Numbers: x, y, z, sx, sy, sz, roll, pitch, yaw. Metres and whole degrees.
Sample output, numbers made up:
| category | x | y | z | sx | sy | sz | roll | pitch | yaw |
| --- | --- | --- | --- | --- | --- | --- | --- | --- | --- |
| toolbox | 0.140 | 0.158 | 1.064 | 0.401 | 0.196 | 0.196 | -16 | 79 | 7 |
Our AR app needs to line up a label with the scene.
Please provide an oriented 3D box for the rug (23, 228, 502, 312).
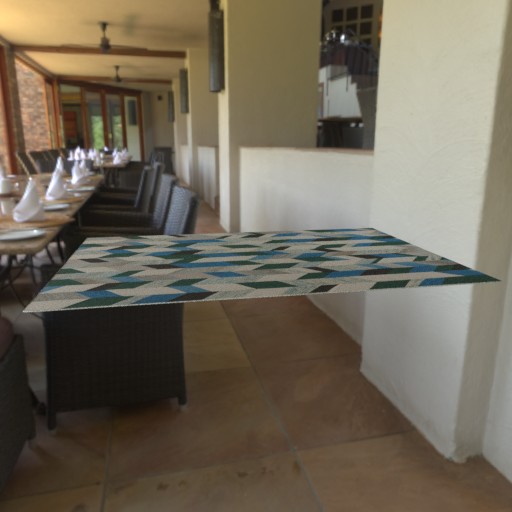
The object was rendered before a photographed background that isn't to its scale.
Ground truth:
| category | x | y | z | sx | sy | sz | roll | pitch | yaw |
| --- | --- | --- | --- | --- | --- | --- | --- | --- | --- |
| rug | 0.000 | 0.000 | 2.232 | 1.827 | 0.005 | 1.229 | -3 | 14 | -10 |
